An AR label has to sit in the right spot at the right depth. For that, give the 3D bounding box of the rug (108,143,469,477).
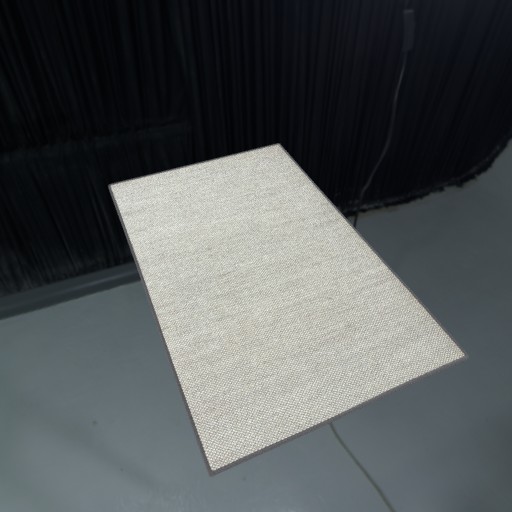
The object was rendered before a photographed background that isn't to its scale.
[{"bbox_3d":[0.000,0.000,2.088,1.067,0.013,1.676,-18,48,-16],"label":"rug"}]
